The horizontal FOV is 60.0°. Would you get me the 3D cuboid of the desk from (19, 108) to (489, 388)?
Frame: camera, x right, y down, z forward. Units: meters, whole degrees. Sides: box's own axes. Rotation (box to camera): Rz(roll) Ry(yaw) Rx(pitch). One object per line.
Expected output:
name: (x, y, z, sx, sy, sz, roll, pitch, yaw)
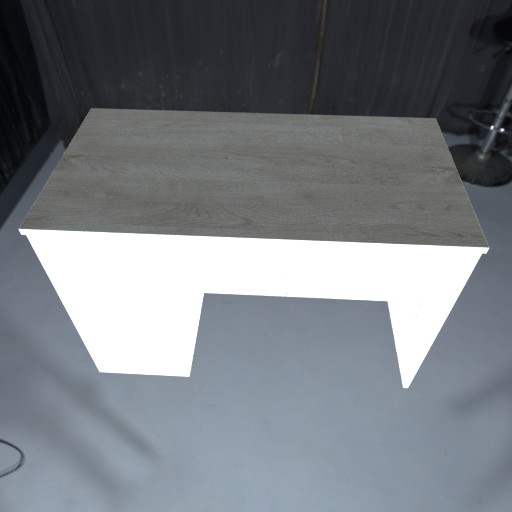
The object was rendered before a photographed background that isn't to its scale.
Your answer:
desk: (0.000, 0.000, 1.485, 1.096, 0.730, 0.560, 2, 48, 2)
